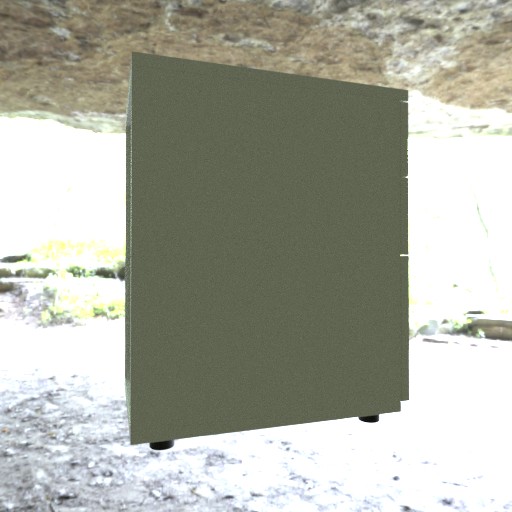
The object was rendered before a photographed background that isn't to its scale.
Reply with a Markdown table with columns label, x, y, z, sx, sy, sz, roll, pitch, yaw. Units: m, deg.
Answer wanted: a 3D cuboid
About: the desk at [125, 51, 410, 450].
| label | x | y | z | sx | sy | sz | roll | pitch | yaw |
| --- | --- | --- | --- | --- | --- | --- | --- | --- | --- |
| desk | 0.000 | 0.000 | 1.077 | 0.600 | 0.730 | 0.404 | 0 | -1 | -18 |
